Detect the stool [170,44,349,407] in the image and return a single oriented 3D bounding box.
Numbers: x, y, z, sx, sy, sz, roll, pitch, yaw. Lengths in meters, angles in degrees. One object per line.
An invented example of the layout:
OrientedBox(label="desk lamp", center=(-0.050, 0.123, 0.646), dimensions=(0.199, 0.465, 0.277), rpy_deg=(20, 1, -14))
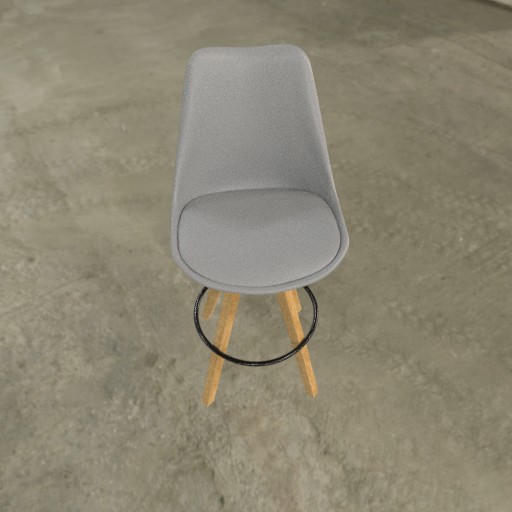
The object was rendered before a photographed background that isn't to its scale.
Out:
OrientedBox(label="stool", center=(0.000, 0.000, 1.426), dimensions=(0.485, 1.115, 0.550), rpy_deg=(-4, 47, -4))
